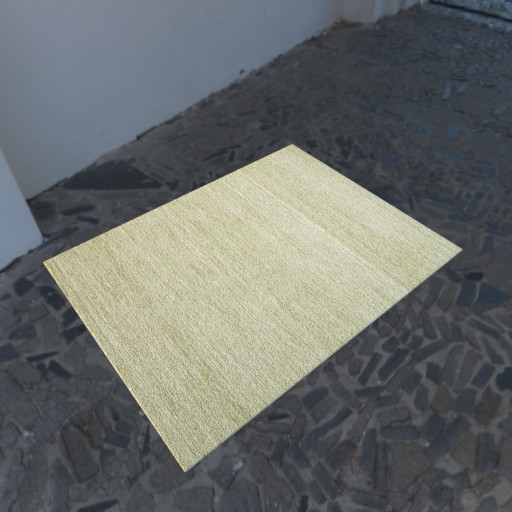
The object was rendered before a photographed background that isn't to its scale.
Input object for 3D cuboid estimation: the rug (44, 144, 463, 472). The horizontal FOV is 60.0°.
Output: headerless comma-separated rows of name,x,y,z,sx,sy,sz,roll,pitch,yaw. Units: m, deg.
rug,0.000,0.000,4.236,3.198,0.016,2.425,-31,53,-26
